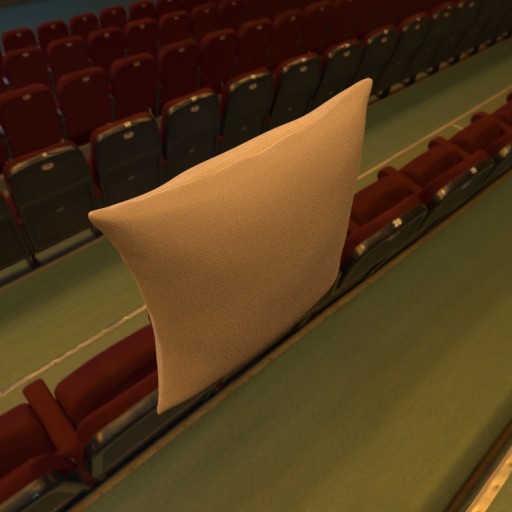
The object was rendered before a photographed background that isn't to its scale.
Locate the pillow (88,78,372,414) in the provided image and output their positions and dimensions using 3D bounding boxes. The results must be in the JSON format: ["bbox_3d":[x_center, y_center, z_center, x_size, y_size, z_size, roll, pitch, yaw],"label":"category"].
[{"bbox_3d":[0.000,0.000,0.787,0.512,0.497,0.204,-33,54,-28],"label":"pillow"}]
